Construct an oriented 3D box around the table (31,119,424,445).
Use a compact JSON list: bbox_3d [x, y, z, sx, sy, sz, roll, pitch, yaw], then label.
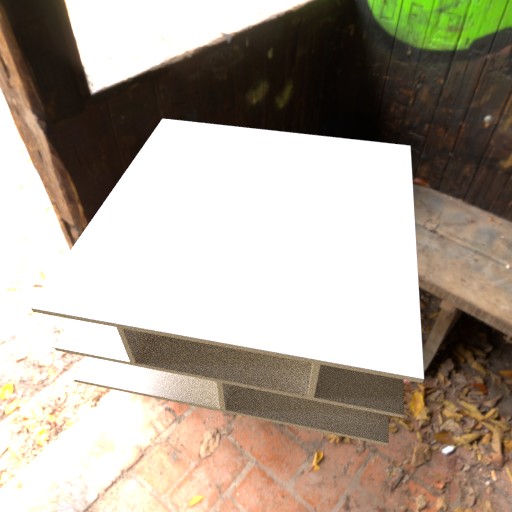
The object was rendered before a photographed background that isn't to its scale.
[{"bbox_3d":[0.000,0.000,1.105,0.700,0.289,0.700,9,47,8],"label":"table"}]
